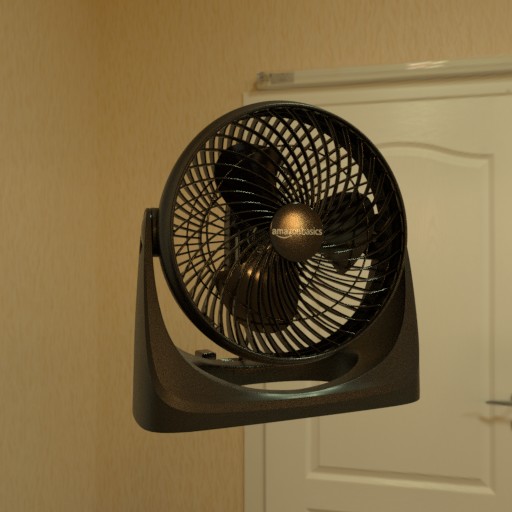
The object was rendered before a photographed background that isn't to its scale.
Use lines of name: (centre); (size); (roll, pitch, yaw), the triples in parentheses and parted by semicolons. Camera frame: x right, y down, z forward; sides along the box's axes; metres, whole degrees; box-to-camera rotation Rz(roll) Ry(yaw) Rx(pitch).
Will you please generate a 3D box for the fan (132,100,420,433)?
fan: (0.000, 0.000, 0.494); (0.273, 0.277, 0.256); (0, -1, -19)
